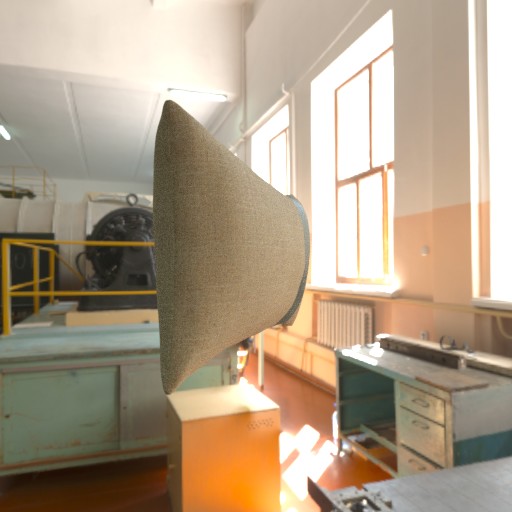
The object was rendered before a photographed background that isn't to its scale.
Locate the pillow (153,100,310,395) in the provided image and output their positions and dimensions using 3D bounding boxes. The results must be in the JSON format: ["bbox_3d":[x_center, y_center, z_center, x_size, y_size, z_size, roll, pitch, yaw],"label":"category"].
[{"bbox_3d":[0.000,0.000,1.037,0.197,0.429,0.859,0,-2,16],"label":"pillow"}]
